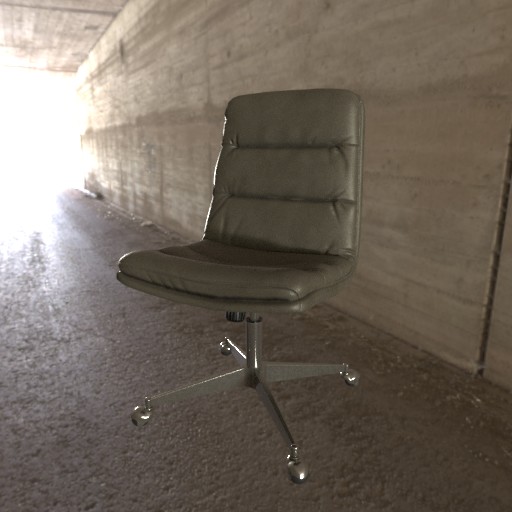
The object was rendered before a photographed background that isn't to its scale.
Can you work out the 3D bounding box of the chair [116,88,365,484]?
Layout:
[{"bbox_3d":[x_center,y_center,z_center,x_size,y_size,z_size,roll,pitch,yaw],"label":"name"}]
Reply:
[{"bbox_3d":[0.000,0.000,0.994,0.422,0.738,0.485,7,16,25],"label":"chair"}]
